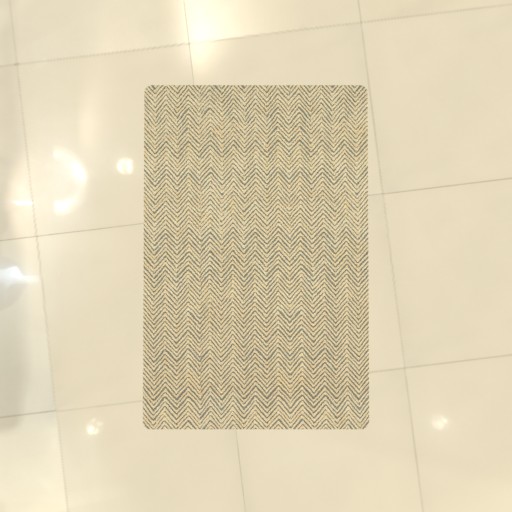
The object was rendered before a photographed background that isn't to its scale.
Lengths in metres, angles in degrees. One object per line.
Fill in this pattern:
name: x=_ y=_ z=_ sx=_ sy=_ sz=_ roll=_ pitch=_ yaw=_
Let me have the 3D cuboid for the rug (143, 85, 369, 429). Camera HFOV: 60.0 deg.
rug: x=0.000 y=0.000 z=2.258 sx=1.144 sy=0.008 sz=1.752 roll=0 pitch=89 yaw=0
